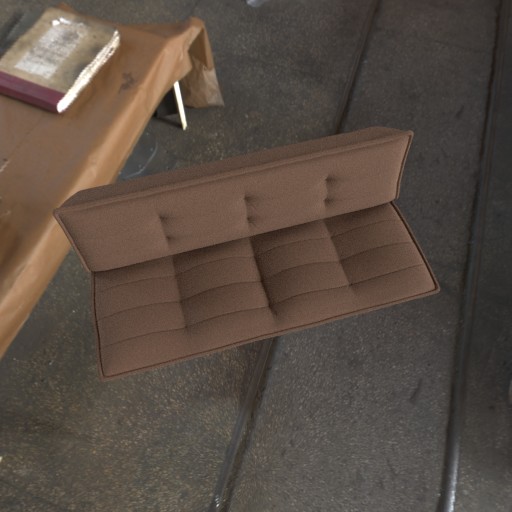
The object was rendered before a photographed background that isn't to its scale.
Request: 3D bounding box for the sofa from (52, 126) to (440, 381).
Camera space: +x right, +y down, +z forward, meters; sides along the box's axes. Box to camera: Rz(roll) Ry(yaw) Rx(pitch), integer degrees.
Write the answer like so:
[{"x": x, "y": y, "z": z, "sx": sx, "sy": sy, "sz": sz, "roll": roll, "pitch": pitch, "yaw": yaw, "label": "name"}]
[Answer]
[{"x": 0.000, "y": 0.000, "z": 2.566, "sx": 1.940, "sy": 0.890, "sz": 0.950, "roll": -14, "pitch": 65, "yaw": -7, "label": "sofa"}]
